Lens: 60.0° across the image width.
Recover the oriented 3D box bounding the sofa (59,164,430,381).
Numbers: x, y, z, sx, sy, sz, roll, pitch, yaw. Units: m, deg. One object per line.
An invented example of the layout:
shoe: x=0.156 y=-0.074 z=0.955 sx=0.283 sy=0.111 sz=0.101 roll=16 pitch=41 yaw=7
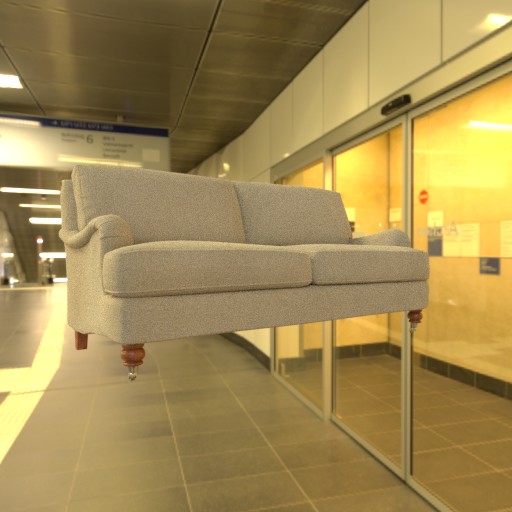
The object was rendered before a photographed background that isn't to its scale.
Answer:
sofa: x=0.000 y=0.000 z=2.665 sx=2.070 sy=0.997 sz=1.091 roll=0 pitch=1 yaw=-35
